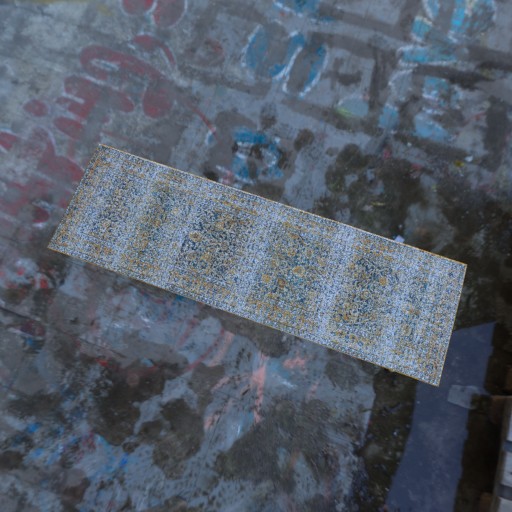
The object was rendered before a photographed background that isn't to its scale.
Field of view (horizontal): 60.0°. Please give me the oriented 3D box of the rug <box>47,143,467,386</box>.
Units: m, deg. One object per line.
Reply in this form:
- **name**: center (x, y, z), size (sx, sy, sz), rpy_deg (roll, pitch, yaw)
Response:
- **rug**: center (0.000, 0.000, 2.523), size (2.294, 0.014, 0.704), rpy_deg (19, 76, 5)
